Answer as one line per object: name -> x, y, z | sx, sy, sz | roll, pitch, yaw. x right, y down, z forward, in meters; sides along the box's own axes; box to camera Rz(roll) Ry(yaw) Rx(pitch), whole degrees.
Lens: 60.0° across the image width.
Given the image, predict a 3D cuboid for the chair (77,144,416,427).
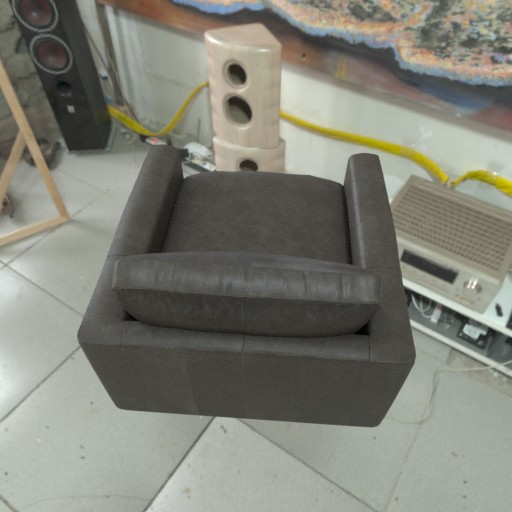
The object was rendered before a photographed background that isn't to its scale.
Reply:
chair -> 0.000, 0.000, 1.824 | 1.106, 0.807, 1.080 | 3, 48, 3
